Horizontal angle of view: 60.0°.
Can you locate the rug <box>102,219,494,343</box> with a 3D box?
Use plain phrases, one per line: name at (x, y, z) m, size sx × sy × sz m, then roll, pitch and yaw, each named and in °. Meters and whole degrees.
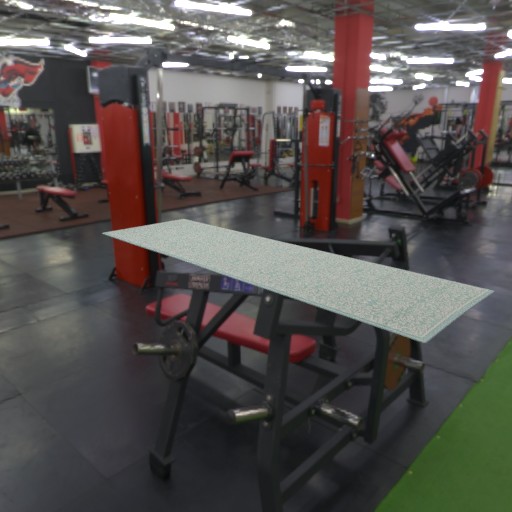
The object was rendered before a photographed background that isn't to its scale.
rug at (0.000, 0.000, 2.396) m, size 2.196 × 0.011 × 0.662 m, roll 15°, pitch 22°, yaw 43°
